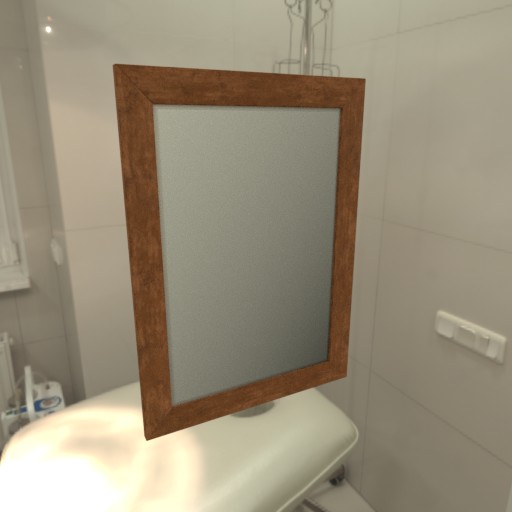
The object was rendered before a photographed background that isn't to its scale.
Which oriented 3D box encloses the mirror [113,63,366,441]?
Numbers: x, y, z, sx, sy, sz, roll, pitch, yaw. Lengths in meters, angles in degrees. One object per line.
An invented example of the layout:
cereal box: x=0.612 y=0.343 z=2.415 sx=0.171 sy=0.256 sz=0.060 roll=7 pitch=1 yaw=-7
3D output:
mirror: x=0.000 y=0.000 z=1.427 sx=0.796 sy=1.099 sz=0.028 roll=-8 pitch=18 yaw=-27
